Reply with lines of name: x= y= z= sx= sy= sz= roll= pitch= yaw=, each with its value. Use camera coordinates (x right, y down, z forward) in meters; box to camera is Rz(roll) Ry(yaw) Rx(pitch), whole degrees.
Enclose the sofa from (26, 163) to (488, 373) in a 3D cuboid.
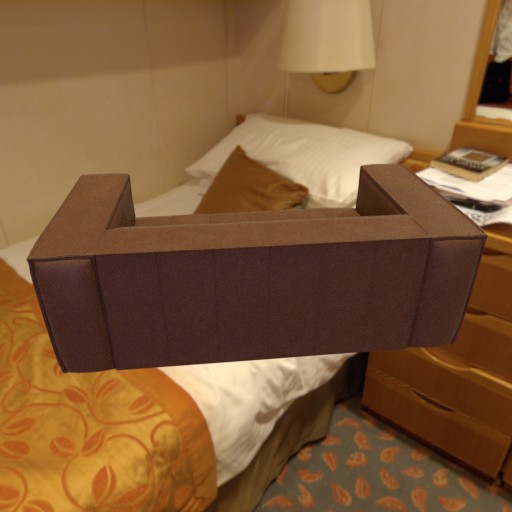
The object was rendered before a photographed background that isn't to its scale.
sofa: x=0.000 y=0.000 z=2.534 sx=2.088 sy=0.703 sz=1.102 roll=-3 pitch=30 yaw=-5
